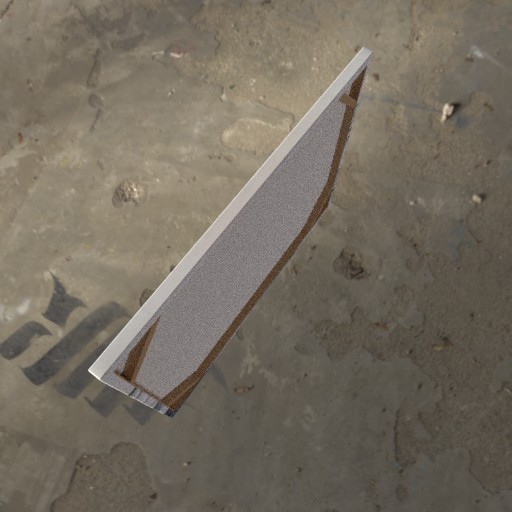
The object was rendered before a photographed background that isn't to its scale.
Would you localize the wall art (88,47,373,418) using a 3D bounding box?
[{"bbox_3d":[0.000,0.000,1.584,0.039,0.915,1.219,33,69,14],"label":"wall art"}]
